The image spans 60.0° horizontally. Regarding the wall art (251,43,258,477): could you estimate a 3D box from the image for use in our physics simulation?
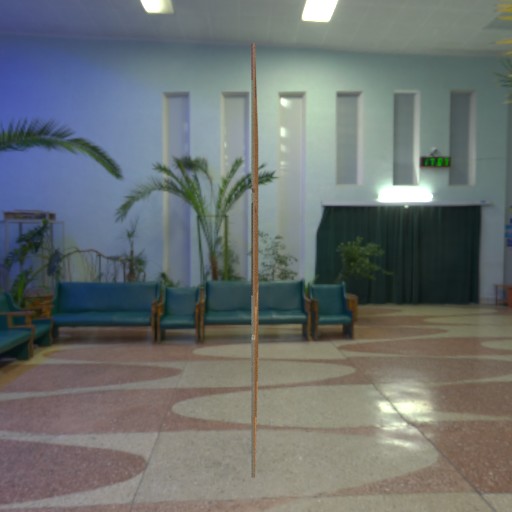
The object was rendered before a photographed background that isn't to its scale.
[{"bbox_3d":[0.000,0.000,2.307,0.013,1.519,1.521,0,2,1],"label":"wall art"}]
